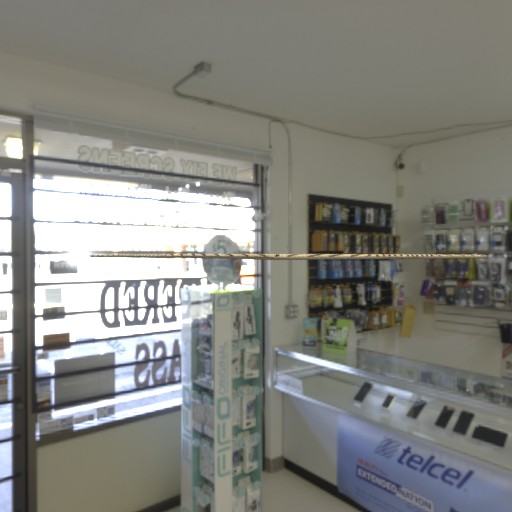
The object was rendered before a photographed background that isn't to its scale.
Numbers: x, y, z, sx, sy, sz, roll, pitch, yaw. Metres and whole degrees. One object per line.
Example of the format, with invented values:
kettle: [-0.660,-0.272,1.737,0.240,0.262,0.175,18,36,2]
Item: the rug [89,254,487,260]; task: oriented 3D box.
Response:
rug: [0.000,0.000,2.371,1.237,0.019,1.842,0,0,-36]
